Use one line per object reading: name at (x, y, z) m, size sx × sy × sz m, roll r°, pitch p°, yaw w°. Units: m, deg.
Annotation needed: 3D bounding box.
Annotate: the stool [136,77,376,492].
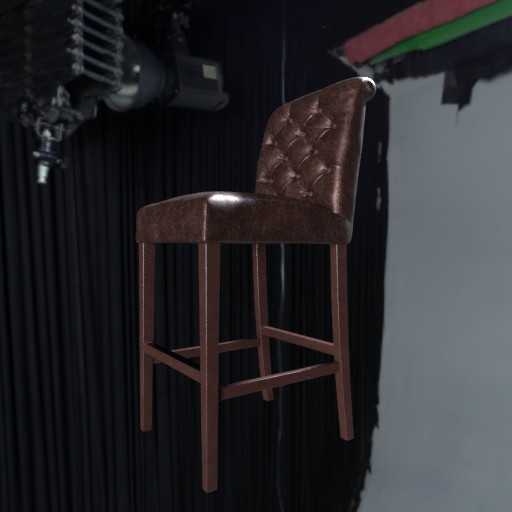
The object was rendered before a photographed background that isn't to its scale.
stool at (0.000, 0.000, 1.464) m, size 0.659 × 1.168 × 0.483 m, roll -1°, pitch 2°, yaw -35°
